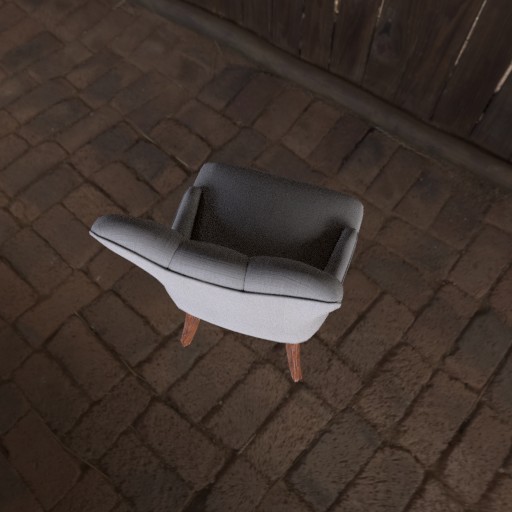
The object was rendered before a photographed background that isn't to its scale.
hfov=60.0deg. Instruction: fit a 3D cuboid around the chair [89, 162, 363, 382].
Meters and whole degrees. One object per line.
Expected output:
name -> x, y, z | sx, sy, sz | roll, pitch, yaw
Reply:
chair -> 0.000, 0.000, 1.210 | 0.509, 0.874, 0.565 | 16, 64, 8
